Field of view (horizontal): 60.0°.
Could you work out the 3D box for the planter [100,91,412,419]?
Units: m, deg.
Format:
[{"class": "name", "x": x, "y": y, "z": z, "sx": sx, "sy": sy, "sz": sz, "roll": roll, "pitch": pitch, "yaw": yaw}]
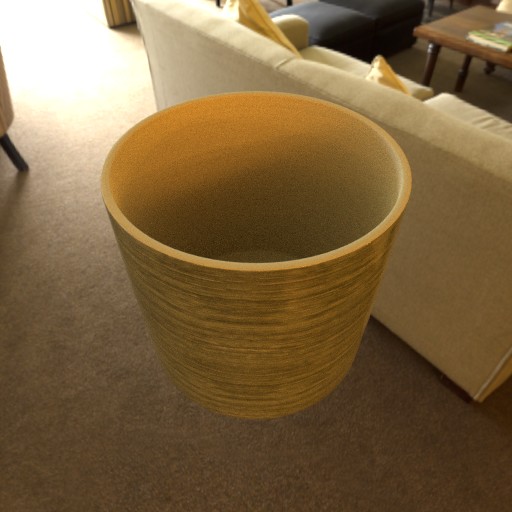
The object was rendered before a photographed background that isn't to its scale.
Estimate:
[{"class": "planter", "x": 0.000, "y": 0.000, "z": 0.395, "sx": 0.221, "sy": 0.201, "sz": 0.221, "roll": 0, "pitch": 45, "yaw": 0}]
